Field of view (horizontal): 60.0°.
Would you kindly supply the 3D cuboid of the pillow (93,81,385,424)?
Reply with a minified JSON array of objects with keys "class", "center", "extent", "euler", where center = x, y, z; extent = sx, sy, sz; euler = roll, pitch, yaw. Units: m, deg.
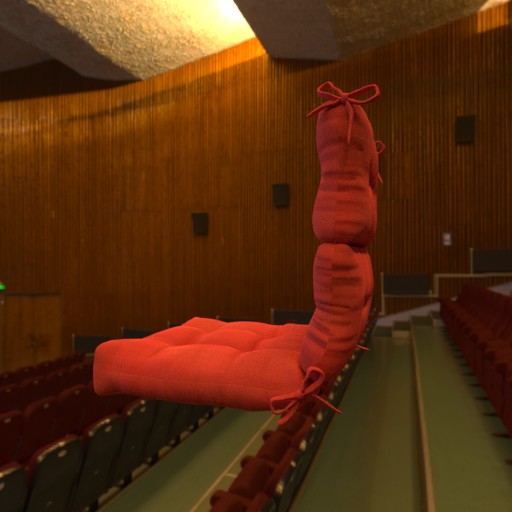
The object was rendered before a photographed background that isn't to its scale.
[{"class":"pillow","center":[0.000,0.000,1.027],"extent":[0.571,0.605,0.519],"euler":[0,0,18]}]
